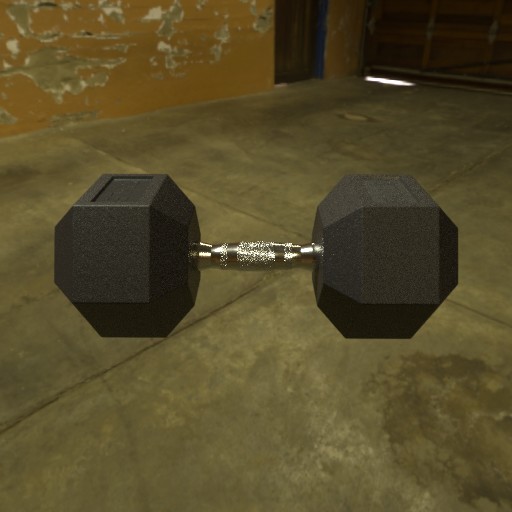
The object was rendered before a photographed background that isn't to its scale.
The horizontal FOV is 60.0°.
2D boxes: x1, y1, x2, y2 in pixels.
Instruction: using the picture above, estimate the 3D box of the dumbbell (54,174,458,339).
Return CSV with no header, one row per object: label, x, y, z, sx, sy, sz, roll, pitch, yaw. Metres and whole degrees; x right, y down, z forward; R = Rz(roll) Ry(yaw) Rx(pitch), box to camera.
dumbbell,0.000,0.000,0.466,0.384,0.150,0.173,0,29,0
